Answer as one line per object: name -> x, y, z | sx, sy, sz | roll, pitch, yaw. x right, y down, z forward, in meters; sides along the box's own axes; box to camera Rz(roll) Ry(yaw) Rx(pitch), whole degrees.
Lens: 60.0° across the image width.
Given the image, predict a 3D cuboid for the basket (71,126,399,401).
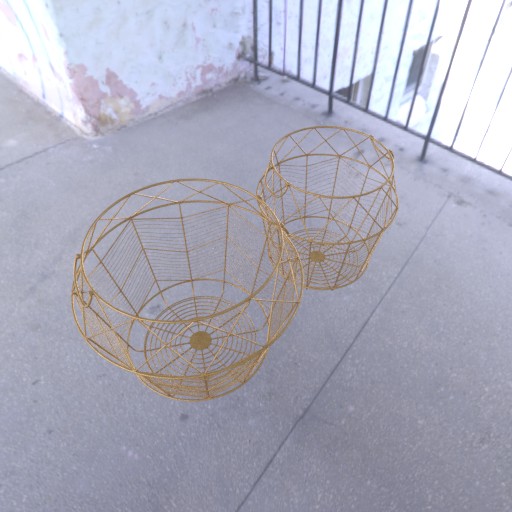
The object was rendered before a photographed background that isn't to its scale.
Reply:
basket -> 0.000, 0.000, 1.012 | 0.805, 0.343, 0.451 | -33, 55, -27
